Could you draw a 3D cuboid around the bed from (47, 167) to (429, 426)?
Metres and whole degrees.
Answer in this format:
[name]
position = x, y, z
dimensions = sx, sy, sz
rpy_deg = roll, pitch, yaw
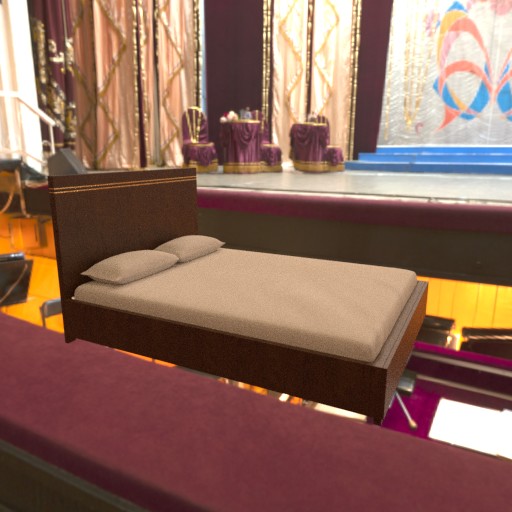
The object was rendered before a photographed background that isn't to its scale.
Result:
[bed]
position = 0.000, 0.000, 3.217
dimensions = 2.221, 1.169, 1.613
rpy_deg = 7, 15, 26
